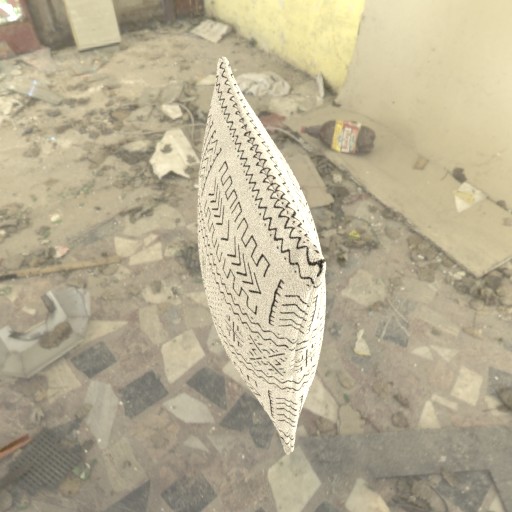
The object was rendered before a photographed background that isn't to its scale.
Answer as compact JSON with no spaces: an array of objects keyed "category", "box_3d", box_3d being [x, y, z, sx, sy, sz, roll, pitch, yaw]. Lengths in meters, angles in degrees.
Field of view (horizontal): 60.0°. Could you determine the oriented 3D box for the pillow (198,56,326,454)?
[{"category":"pillow","box_3d":[0.000,0.000,0.661,0.164,0.430,0.438,-10,48,-9]}]
